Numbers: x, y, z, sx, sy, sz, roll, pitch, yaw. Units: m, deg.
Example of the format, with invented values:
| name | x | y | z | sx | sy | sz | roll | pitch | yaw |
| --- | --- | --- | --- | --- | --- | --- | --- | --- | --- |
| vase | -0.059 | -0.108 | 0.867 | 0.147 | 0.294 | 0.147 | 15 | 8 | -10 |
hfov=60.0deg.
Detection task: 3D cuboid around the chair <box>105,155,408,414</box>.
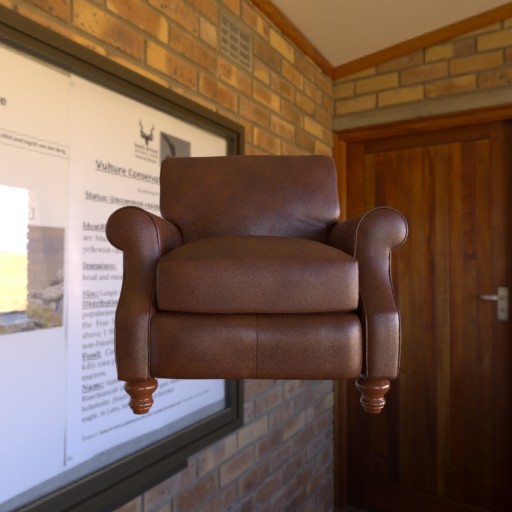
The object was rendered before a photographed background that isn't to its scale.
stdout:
| name | x | y | z | sx | sy | sz | roll | pitch | yaw |
| --- | --- | --- | --- | --- | --- | --- | --- | --- | --- |
| chair | 0.000 | 0.000 | 1.752 | 0.989 | 0.972 | 0.992 | 0 | -1 | -1 |
